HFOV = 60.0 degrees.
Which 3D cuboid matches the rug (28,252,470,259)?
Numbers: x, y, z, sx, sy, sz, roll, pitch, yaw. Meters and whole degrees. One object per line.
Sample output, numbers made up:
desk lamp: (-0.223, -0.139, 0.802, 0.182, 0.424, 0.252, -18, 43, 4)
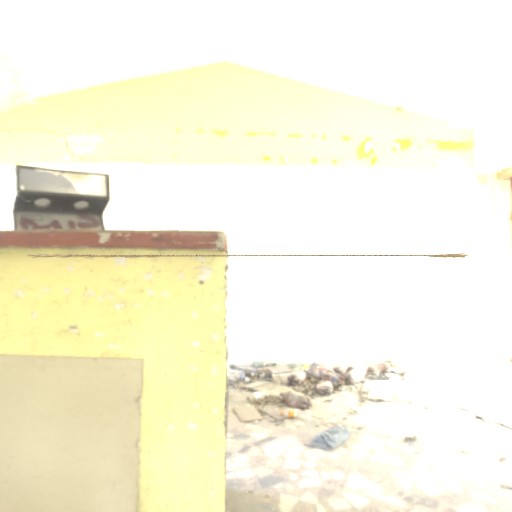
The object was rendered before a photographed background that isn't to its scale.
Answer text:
rug: (0.000, 0.000, 2.476, 2.021, 0.027, 1.224, 0, 0, 18)
